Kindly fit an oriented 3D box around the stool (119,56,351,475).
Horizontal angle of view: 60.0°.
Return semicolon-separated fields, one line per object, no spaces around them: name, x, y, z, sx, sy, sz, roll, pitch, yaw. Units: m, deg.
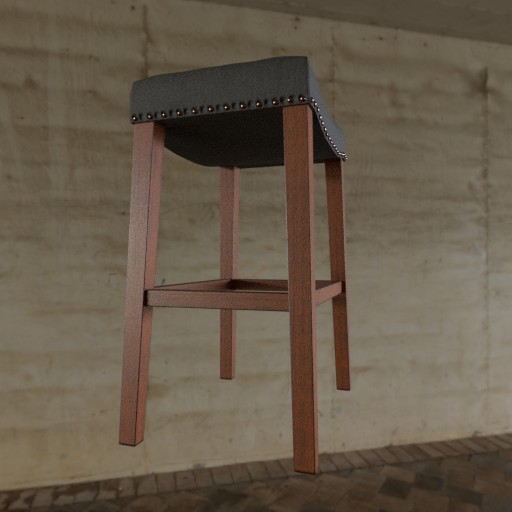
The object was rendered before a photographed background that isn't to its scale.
stool;0.000;0.000;0.874;0.320;0.612;0.439;0;0;19
